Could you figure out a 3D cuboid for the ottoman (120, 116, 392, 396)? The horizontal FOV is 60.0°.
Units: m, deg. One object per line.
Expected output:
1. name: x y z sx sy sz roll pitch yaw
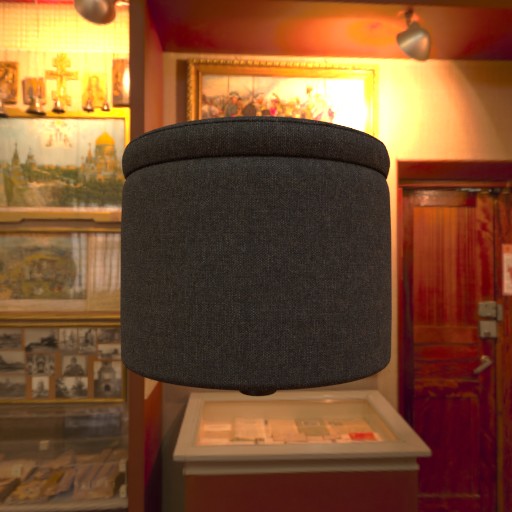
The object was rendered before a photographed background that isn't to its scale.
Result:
1. ottoman: 0.000 0.000 0.890 0.520 0.430 0.520 0 -1 0
